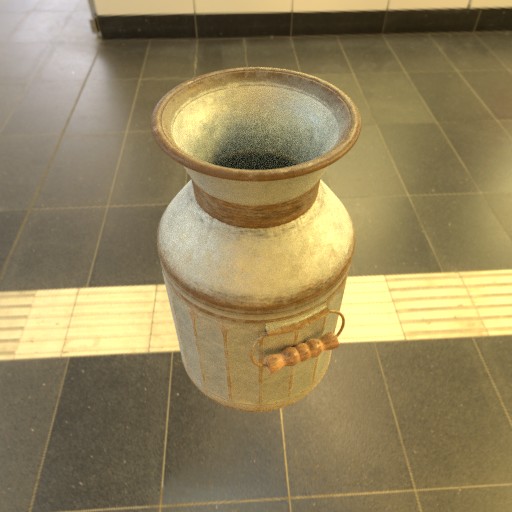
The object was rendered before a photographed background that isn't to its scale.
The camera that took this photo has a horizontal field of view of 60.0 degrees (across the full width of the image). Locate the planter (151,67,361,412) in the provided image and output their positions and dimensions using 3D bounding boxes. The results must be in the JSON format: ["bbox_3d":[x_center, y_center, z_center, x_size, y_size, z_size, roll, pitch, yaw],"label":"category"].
[{"bbox_3d":[0.000,0.000,0.506,0.215,0.358,0.248,-17,50,-15],"label":"planter"}]
